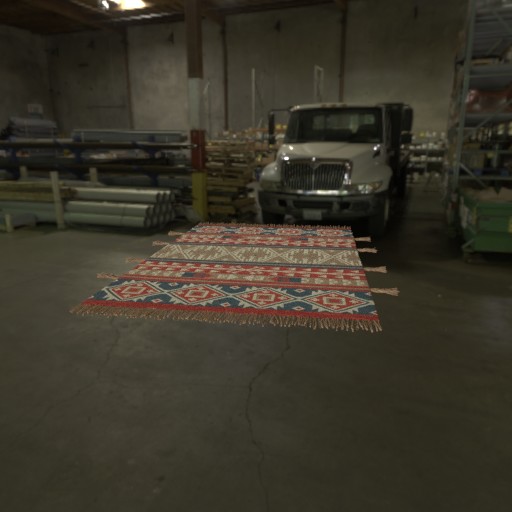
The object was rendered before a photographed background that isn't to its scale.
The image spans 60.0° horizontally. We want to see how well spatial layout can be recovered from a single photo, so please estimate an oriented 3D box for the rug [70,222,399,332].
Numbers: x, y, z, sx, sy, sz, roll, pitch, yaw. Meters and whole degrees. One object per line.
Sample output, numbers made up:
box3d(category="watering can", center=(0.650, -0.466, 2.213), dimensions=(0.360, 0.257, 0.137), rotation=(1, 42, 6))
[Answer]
box3d(category="rug", center=(0.000, 0.000, 3.198), dimensions=(1.778, 0.048, 2.450), rotation=(2, 15, 8))
